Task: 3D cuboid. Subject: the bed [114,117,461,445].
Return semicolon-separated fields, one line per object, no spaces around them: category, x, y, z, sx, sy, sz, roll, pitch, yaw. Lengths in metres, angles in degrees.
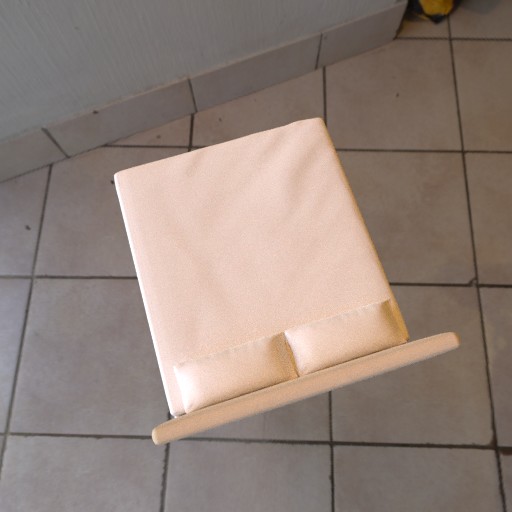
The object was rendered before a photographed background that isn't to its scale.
bed;0.000;0.000;3.668;2.119;1.317;2.319;-17;75;-5
